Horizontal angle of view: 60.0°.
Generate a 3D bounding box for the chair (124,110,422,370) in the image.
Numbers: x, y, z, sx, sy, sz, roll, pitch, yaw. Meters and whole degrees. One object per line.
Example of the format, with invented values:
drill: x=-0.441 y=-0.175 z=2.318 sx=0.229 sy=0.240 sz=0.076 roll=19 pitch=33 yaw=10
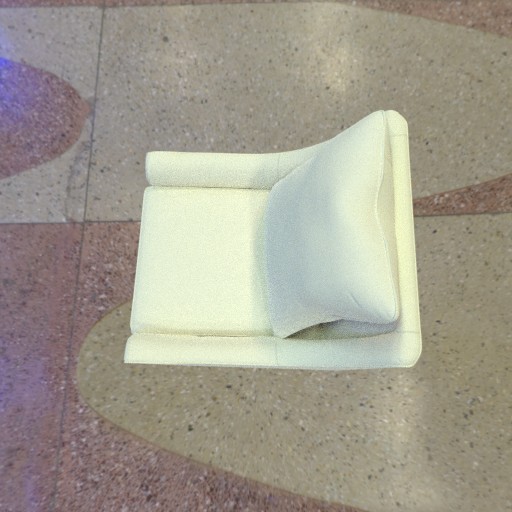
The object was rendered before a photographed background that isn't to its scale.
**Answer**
chair: x=0.000 y=0.000 z=1.552 sx=0.876 sy=0.965 sz=0.756 roll=2 pitch=75 yaw=0
